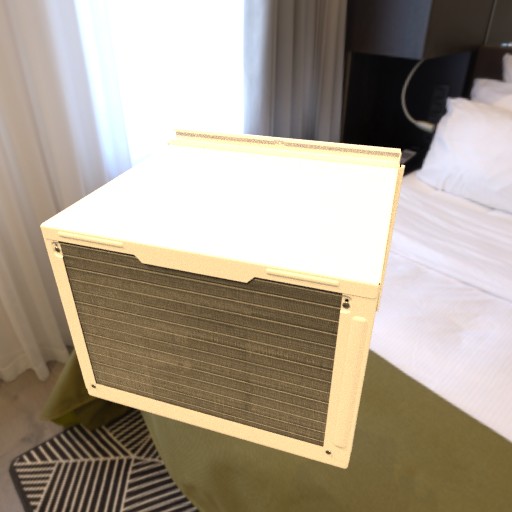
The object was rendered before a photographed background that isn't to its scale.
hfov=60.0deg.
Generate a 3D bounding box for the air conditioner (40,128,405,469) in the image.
[{"bbox_3d":[0.000,0.000,0.882,0.503,0.388,0.546,10,33,15],"label":"air conditioner"}]
